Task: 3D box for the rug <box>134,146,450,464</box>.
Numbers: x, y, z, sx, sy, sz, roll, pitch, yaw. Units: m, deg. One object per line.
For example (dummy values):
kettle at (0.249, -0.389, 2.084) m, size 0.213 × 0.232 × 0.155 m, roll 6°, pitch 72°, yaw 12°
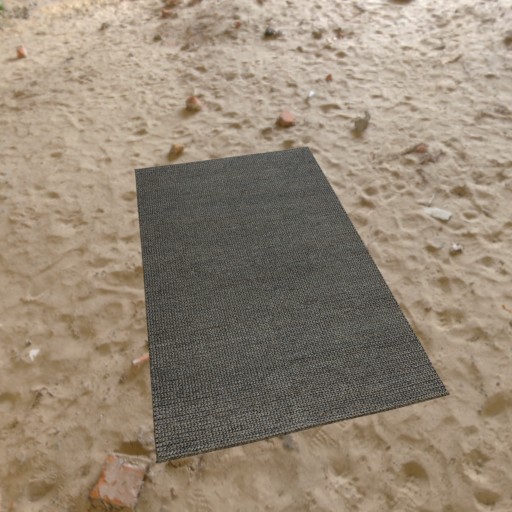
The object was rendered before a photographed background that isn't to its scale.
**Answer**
rug at (0.000, 0.000, 3.029) m, size 1.538 × 0.021 × 2.443 m, roll -10°, pitch 47°, yaw -9°
